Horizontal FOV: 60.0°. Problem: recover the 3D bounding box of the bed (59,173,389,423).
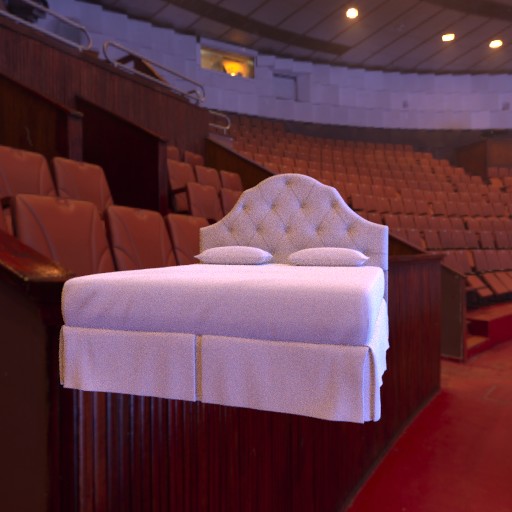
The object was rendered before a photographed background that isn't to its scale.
[{"bbox_3d":[0.000,0.000,3.507,2.008,1.615,2.214,1,2,18],"label":"bed"}]
